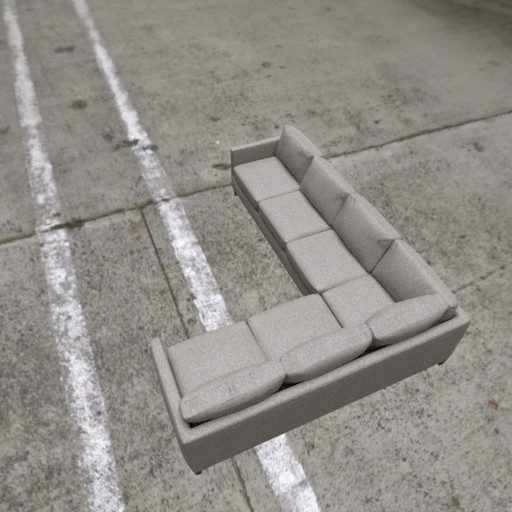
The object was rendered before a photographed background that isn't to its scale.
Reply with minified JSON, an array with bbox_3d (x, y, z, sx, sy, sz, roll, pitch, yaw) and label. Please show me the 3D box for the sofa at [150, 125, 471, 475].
[{"bbox_3d":[0.000,0.000,4.567,2.593,0.947,3.302,-18,49,-16],"label":"sofa"}]
